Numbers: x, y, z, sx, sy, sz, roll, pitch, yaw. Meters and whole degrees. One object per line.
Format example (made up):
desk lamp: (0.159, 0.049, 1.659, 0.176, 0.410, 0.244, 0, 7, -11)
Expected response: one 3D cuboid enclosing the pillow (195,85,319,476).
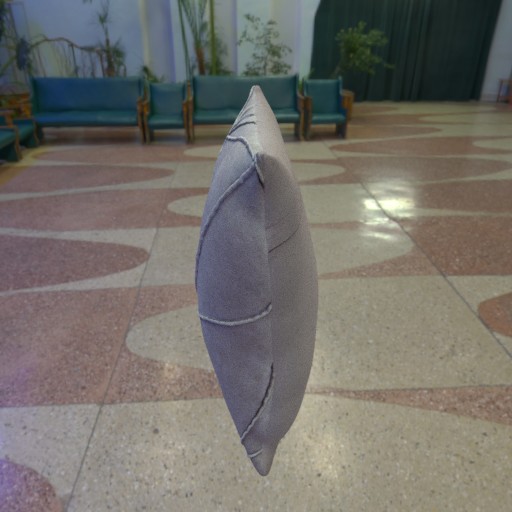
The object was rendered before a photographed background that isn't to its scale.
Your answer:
pillow: (0.000, 0.000, 0.673, 0.185, 0.440, 0.439, 0, 28, 0)
